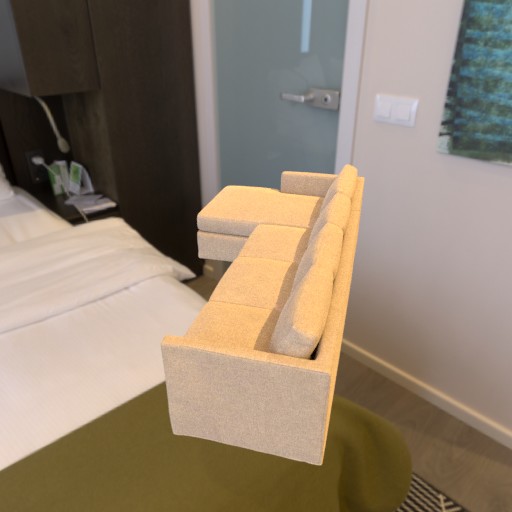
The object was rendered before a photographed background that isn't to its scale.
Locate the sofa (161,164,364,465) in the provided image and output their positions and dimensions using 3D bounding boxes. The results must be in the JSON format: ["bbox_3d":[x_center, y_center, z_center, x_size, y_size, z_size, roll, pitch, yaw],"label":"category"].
[{"bbox_3d":[0.000,0.000,3.844,1.638,0.920,3.198,7,29,13],"label":"sofa"}]
